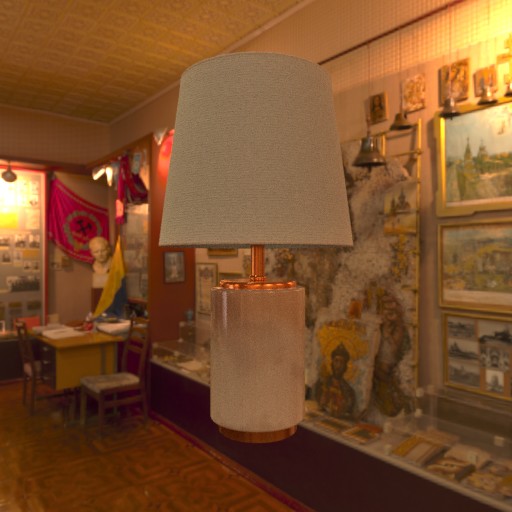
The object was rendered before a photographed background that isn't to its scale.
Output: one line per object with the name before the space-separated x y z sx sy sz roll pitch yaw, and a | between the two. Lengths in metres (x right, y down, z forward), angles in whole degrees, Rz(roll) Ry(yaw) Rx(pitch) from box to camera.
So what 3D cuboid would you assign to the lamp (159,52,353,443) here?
lamp | 0.000 0.000 0.442 0.189 0.340 0.189 0 0 0
